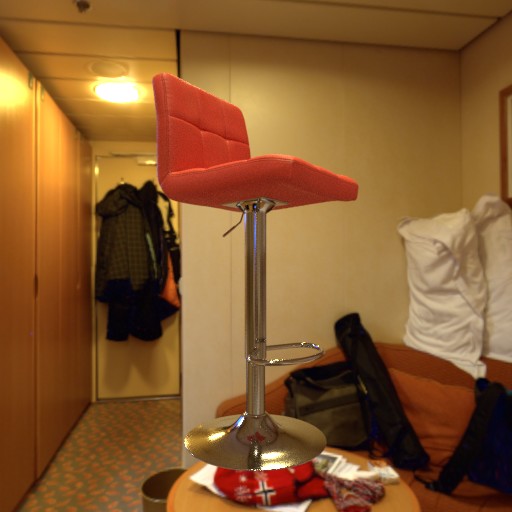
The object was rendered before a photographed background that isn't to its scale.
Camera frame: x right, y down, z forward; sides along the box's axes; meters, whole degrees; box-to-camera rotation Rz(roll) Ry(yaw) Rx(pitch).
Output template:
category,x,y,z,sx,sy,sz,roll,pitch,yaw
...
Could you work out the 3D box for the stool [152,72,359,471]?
category,x,y,z,sx,sy,sz,roll,pitch,yaw
stool,0.000,0.000,1.353,0.505,1.115,0.430,-1,-1,34
